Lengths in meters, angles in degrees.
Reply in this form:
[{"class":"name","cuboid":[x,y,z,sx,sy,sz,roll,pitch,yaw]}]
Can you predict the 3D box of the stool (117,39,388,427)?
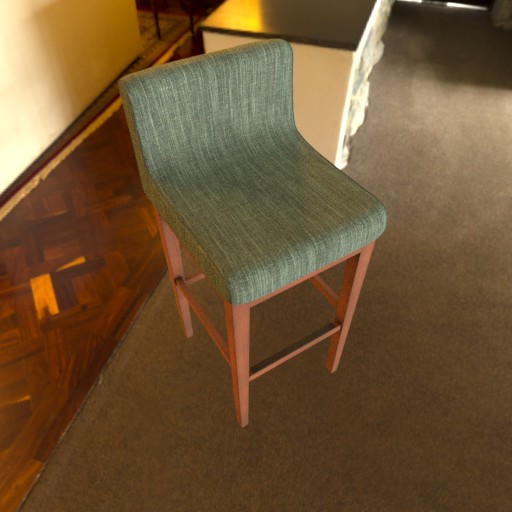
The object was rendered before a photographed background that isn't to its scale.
[{"class":"stool","cuboid":[0.000,0.000,1.238,0.426,0.965,0.499,-24,51,-21]}]
